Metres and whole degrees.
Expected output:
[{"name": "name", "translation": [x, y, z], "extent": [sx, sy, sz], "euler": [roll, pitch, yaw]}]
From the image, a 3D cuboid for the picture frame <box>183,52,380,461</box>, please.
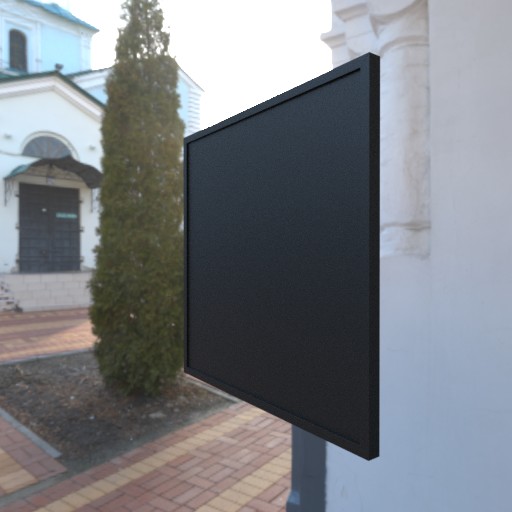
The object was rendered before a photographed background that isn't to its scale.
[{"name": "picture frame", "translation": [0.000, 0.000, 1.162], "extent": [0.032, 0.775, 0.775], "euler": [0, 0, -36]}]
